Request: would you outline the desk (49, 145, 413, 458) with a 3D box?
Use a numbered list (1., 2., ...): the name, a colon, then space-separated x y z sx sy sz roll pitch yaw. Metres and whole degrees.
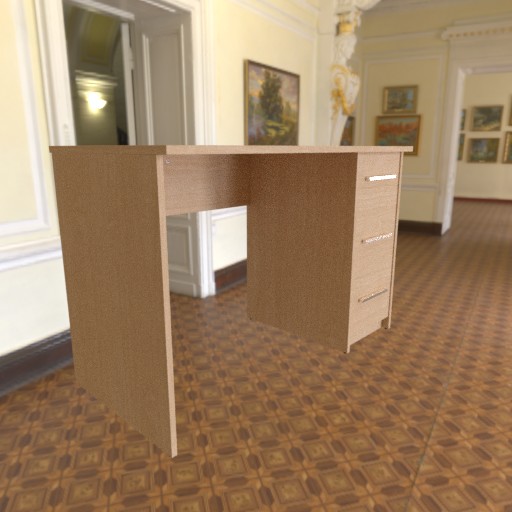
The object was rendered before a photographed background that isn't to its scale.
1. desk: 0.000 0.000 1.527 0.560 0.735 1.097 13 19 42
